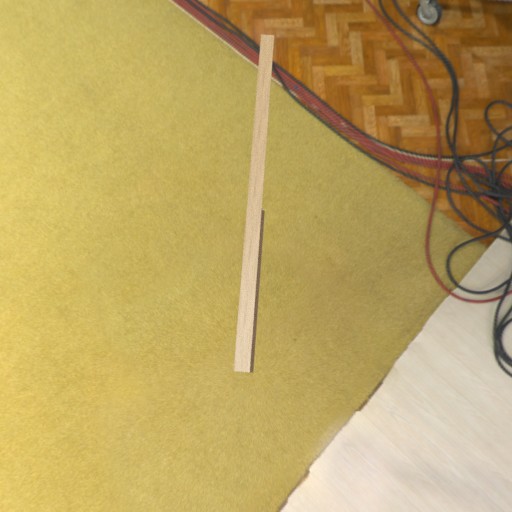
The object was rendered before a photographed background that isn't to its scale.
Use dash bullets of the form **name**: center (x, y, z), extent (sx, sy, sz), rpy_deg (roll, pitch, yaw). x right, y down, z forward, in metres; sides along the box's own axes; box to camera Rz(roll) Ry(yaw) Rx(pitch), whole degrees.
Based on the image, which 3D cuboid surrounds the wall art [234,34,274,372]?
- **wall art**: center (0.000, 0.000, 0.788), extent (0.016, 0.611, 0.401), rpy_deg (4, 75, 1)
